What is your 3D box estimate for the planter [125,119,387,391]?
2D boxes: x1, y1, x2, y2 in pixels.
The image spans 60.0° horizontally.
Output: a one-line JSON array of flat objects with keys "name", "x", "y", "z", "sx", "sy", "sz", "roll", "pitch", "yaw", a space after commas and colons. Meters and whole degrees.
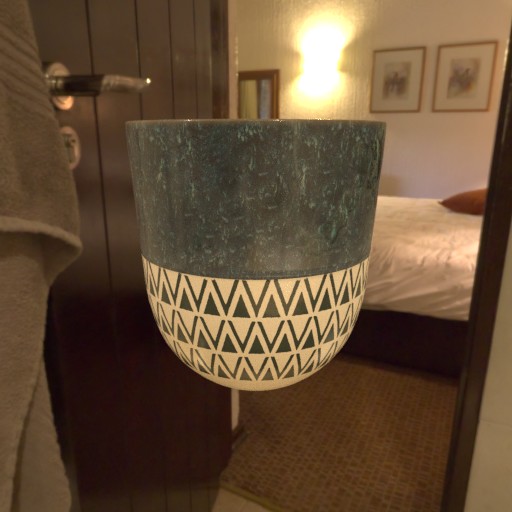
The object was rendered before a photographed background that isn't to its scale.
[{"name": "planter", "x": 0.000, "y": 0.000, "z": 0.371, "sx": 0.195, "sy": 0.214, "sz": 0.195, "roll": 0, "pitch": 16, "yaw": 0}]
